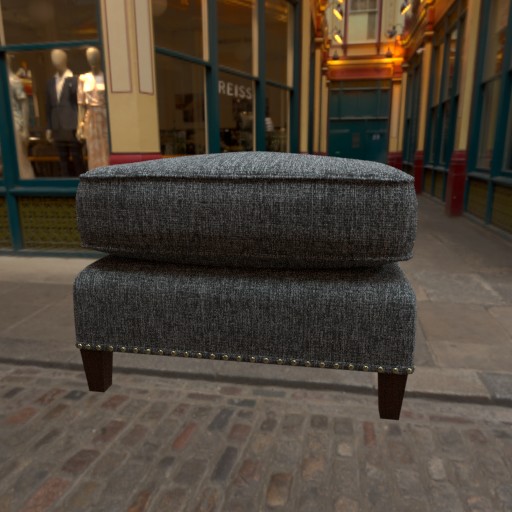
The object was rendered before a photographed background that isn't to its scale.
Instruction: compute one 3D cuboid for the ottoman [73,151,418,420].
[{"bbox_3d":[0.000,0.000,1.169,0.738,0.537,0.589,2,14,9],"label":"ottoman"}]
